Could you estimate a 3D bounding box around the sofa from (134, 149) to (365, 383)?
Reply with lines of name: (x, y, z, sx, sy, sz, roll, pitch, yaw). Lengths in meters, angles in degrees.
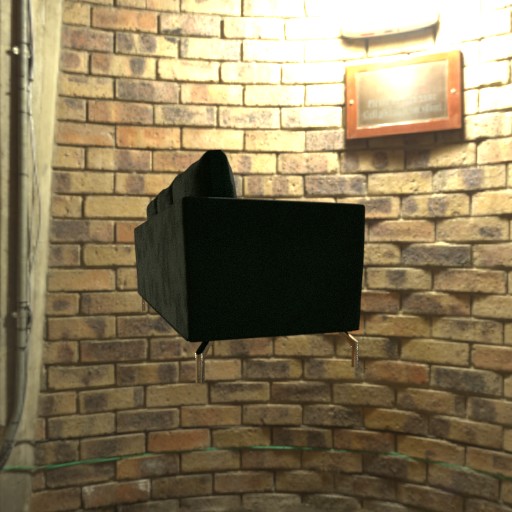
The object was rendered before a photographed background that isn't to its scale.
sofa: (0.000, 0.000, 3.129, 1.489, 1.007, 2.441, 0, 1, -20)
